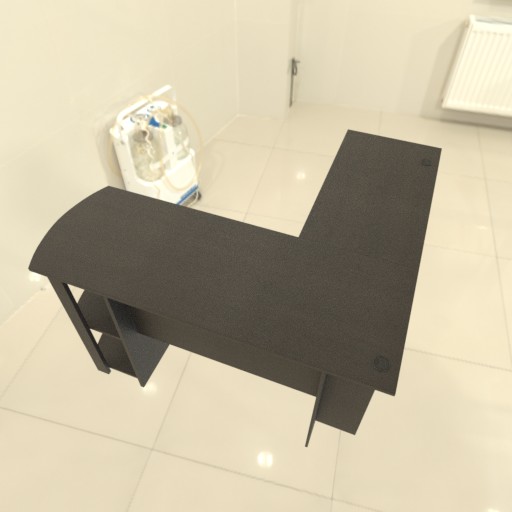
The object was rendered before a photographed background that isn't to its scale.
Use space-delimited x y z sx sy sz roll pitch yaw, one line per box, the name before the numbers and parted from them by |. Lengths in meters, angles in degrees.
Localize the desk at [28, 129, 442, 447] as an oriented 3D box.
desk | 0.000 0.000 2.098 1.361 0.716 1.303 16 50 14
